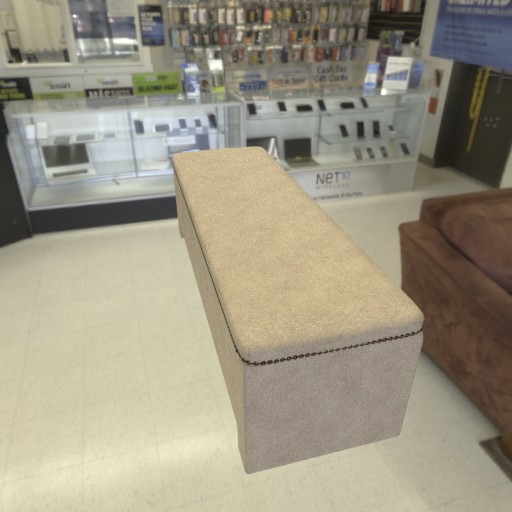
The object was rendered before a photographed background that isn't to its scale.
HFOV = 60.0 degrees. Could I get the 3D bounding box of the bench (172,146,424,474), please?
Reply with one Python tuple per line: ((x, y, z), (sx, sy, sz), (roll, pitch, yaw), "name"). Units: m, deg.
((0.000, 0.000, 1.717), (0.470, 0.447, 1.482), (-8, 31, -13), "bench")
